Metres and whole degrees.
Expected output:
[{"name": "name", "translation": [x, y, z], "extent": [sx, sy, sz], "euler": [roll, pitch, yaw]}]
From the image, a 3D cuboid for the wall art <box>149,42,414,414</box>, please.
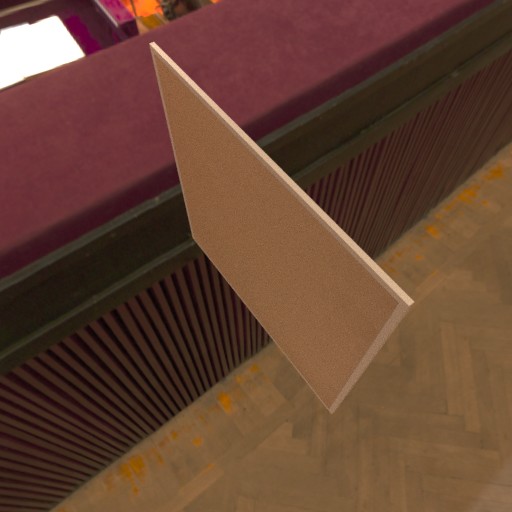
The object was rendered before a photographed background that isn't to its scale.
[{"name": "wall art", "translation": [0.000, 0.000, 1.194], "extent": [0.012, 0.809, 0.809], "euler": [-32, 64, -18]}]
